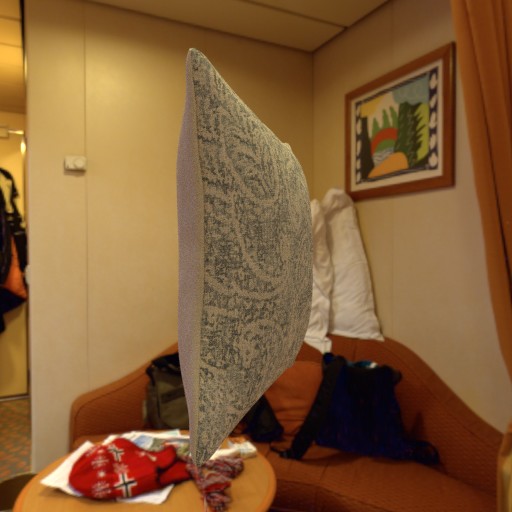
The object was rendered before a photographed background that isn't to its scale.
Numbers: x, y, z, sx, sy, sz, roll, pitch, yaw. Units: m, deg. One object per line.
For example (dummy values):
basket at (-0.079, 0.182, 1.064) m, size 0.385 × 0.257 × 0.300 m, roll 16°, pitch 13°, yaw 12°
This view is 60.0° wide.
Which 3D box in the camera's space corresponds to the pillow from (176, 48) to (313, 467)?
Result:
pillow at (0.000, 0.000, 0.776) m, size 0.166 × 0.510 × 0.523 m, roll 0°, pitch 1°, yaw 17°
